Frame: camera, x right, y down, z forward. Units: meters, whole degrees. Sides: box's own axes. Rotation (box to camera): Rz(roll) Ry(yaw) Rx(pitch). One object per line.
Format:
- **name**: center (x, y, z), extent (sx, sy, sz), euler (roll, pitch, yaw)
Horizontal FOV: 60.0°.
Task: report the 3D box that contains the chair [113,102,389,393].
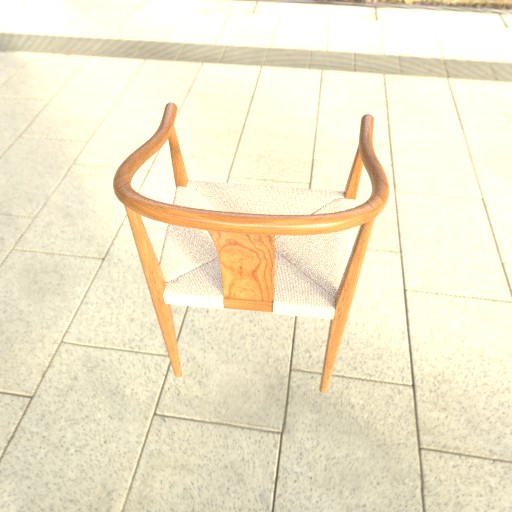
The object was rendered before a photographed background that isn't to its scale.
- **chair**: center (0.000, 0.000, 1.184), extent (0.556, 0.800, 0.579), euler (5, 48, 4)
